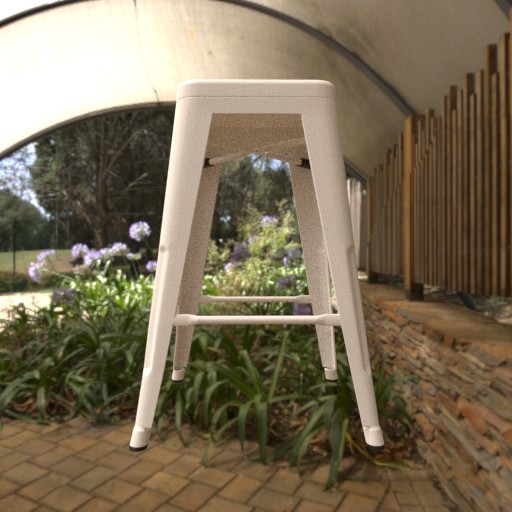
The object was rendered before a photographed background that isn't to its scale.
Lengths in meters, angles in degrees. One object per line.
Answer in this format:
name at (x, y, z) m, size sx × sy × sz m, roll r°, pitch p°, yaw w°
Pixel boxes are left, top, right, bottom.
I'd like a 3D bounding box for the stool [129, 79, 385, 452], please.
stool at (0.000, 0.000, 0.895) m, size 0.406 × 0.610 × 0.406 m, roll 0°, pitch 0°, yaw -1°
